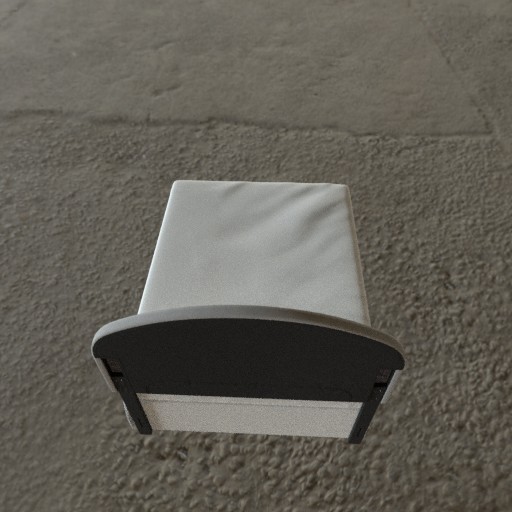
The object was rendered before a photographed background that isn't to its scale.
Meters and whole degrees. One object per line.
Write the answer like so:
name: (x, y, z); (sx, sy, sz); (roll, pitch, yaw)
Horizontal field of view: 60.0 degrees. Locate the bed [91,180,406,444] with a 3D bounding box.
bed: (0.000, 0.000, 3.063); (1.607, 1.410, 2.005); (2, 47, 2)
